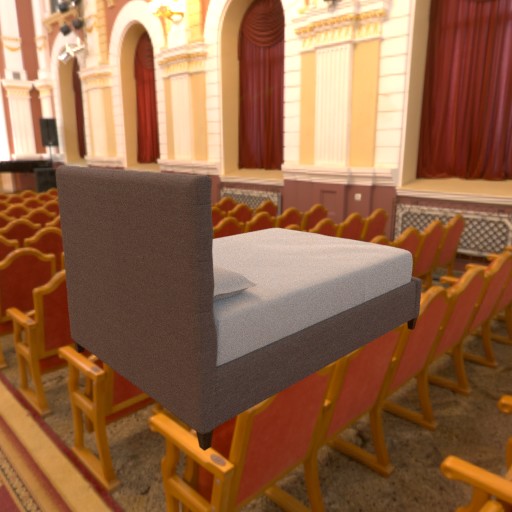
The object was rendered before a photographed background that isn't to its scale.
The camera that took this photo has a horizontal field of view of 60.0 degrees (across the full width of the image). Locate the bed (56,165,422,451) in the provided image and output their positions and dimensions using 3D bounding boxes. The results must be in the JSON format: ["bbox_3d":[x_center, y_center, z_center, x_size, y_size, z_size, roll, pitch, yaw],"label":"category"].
[{"bbox_3d":[0.000,0.000,3.517,2.387,1.427,1.698,-13,19,-42],"label":"bed"}]
